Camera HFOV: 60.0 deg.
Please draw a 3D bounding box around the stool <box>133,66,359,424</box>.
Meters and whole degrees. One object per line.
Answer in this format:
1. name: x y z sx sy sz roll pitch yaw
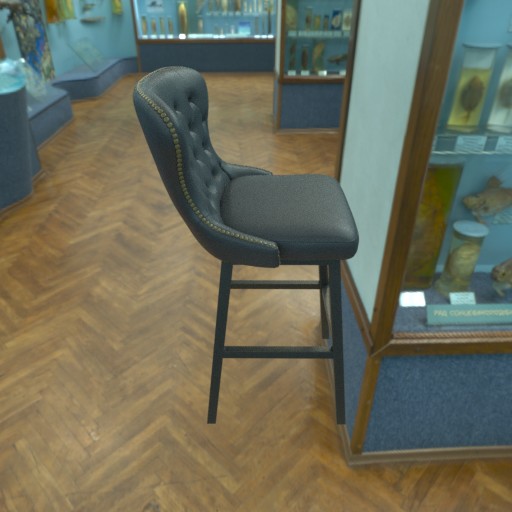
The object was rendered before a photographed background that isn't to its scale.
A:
1. stool: 0.000 0.000 1.385 0.601 1.050 0.528 0 32 0
